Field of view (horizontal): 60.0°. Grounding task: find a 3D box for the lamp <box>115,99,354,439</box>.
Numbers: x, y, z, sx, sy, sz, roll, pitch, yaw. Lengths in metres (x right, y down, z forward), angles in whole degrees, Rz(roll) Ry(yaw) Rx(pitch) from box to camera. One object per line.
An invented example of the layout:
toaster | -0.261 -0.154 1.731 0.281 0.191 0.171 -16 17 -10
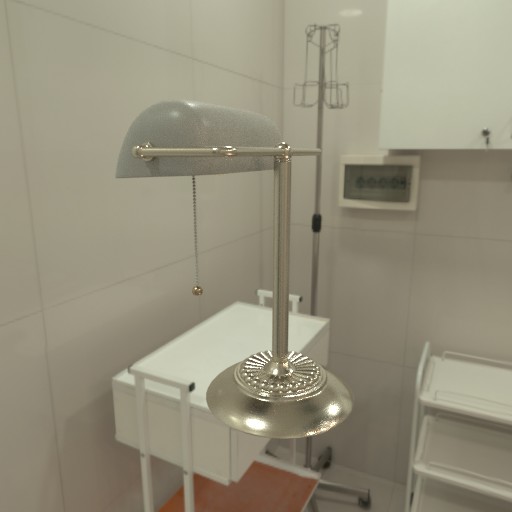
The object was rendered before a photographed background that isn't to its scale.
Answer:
lamp | 0.000 0.000 0.518 0.243 0.339 0.264 6 15 25
